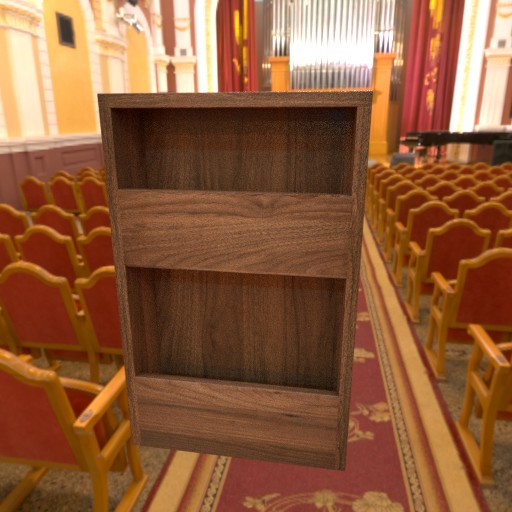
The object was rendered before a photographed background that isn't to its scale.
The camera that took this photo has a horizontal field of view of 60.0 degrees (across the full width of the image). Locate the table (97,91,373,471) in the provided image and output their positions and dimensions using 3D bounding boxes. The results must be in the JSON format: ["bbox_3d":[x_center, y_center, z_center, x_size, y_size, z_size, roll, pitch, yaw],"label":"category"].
[{"bbox_3d":[0.000,0.000,1.559,0.660,1.041,0.786,3,17,9],"label":"table"}]
